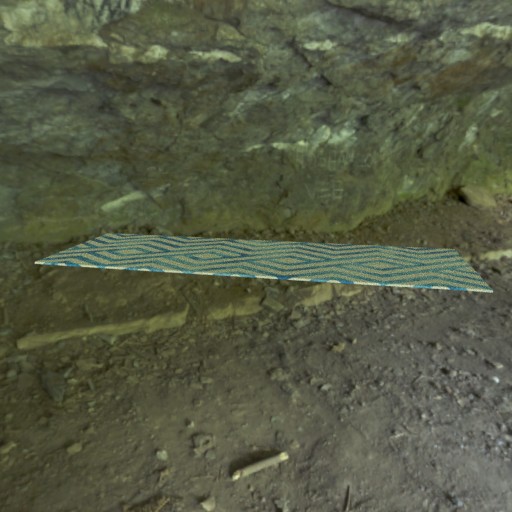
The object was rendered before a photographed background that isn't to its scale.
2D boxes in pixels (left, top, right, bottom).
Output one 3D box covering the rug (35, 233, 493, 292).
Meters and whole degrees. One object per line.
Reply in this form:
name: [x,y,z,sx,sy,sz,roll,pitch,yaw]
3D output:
rug: [0.000,0.000,1.650,1.492,0.007,0.503,3,15,11]
